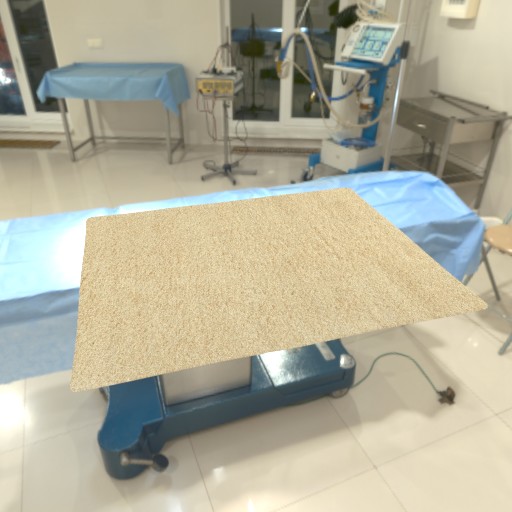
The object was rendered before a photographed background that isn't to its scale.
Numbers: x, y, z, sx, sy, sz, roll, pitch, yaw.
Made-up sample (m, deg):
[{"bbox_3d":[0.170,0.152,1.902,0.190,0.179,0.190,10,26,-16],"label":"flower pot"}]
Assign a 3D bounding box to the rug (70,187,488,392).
[{"bbox_3d":[0.000,0.000,3.987,3.001,0.025,2.401,-8,33,-13],"label":"rug"}]
